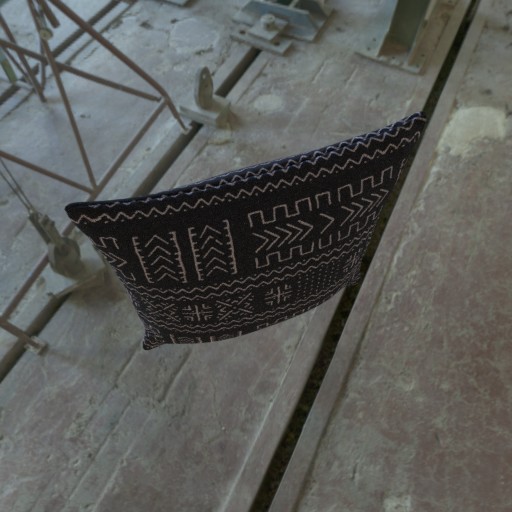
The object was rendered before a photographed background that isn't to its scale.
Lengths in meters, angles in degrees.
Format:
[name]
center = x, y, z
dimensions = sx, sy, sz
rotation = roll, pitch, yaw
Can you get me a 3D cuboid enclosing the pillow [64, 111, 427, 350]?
[pillow]
center = 0.000, 0.000, 0.676
dimensions = 0.438, 0.430, 0.164
rotation = -17, 60, -10
